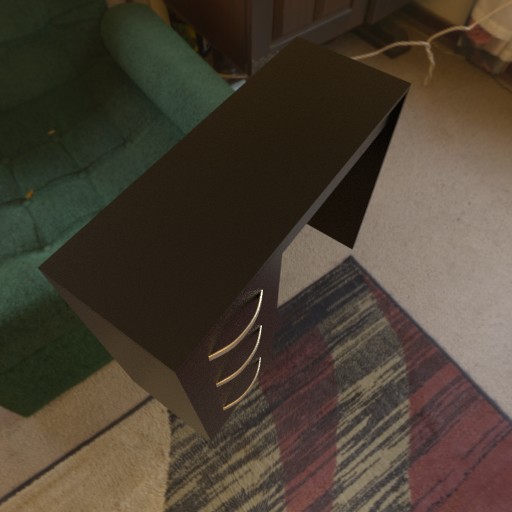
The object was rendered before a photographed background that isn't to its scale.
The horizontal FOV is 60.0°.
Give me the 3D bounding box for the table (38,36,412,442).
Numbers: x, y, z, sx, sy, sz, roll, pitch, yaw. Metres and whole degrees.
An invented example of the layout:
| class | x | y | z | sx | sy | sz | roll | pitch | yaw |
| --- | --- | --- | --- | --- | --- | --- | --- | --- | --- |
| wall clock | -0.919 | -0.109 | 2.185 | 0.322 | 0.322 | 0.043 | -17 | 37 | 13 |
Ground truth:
| class | x | y | z | sx | sy | sz | roll | pitch | yaw |
| --- | --- | --- | --- | --- | --- | --- | --- | --- | --- |
| table | 0.000 | 0.000 | 1.339 | 0.380 | 0.790 | 0.930 | 31 | 64 | 18 |
